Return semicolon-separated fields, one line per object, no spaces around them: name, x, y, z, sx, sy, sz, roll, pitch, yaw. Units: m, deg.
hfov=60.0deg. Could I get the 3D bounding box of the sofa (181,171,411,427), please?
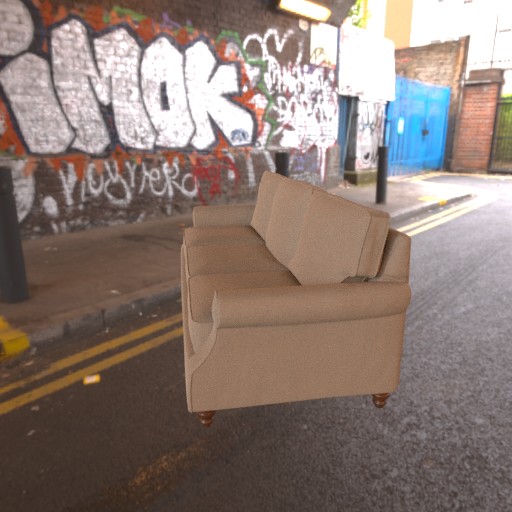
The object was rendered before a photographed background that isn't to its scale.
sofa;0.000;0.000;2.855;0.966;0.948;2.354;-3;15;-10
